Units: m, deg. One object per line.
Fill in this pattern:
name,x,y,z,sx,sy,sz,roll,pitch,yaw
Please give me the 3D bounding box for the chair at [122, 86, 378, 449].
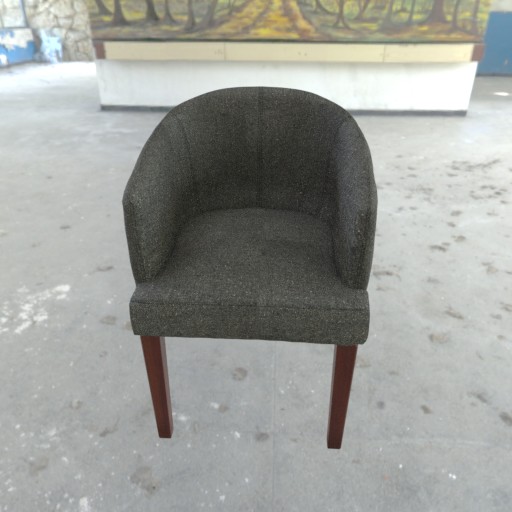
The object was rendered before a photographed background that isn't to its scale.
chair,0.000,0.000,1.239,0.583,0.811,0.655,2,29,3
